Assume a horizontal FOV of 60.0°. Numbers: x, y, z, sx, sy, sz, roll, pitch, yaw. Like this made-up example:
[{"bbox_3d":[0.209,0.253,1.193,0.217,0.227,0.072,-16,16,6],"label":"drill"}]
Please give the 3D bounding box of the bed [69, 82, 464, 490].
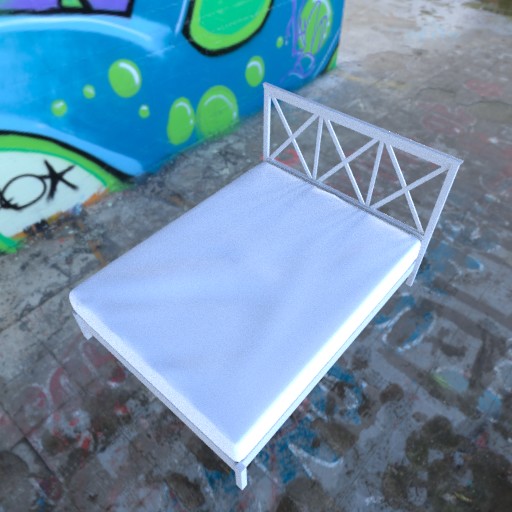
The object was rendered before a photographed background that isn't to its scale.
[{"bbox_3d":[0.000,0.000,3.126,1.673,1.253,2.135,33,55,27],"label":"bed"}]
